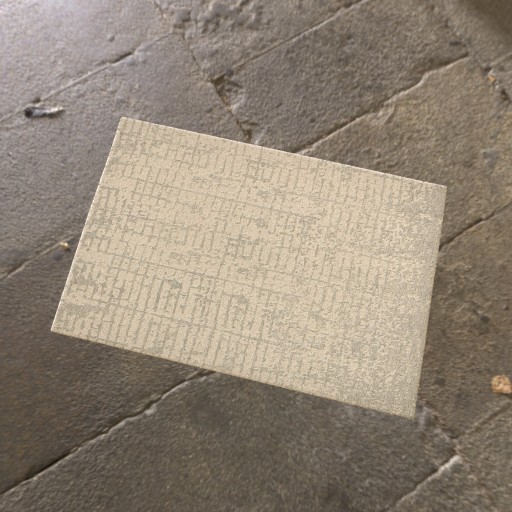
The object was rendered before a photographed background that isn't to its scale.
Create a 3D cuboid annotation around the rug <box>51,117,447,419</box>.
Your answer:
[{"bbox_3d":[0.000,0.000,2.291,1.827,0.007,1.211,13,77,3],"label":"rug"}]
